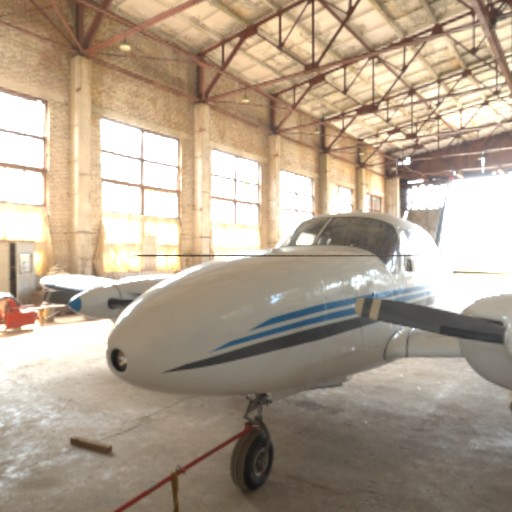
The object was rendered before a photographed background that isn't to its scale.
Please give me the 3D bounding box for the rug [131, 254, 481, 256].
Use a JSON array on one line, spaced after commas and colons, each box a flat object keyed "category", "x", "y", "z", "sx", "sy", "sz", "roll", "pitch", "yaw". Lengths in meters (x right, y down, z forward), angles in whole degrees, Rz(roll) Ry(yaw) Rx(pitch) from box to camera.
[{"category": "rug", "x": 0.000, "y": 0.000, "z": 2.196, "sx": 1.190, "sy": 0.003, "sz": 1.634, "roll": 0, "pitch": 0, "yaw": -17}]
